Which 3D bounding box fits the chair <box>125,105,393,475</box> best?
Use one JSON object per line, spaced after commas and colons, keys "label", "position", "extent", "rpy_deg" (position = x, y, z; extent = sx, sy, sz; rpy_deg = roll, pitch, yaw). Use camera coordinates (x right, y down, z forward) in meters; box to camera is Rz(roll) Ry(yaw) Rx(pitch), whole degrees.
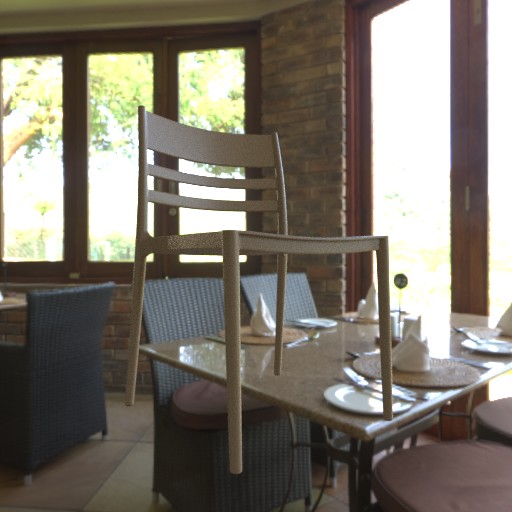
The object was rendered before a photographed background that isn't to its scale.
{"label": "chair", "position": [0.000, 0.000, 1.149], "extent": [0.531, 0.800, 0.511], "rpy_deg": [0, 0, -36]}
